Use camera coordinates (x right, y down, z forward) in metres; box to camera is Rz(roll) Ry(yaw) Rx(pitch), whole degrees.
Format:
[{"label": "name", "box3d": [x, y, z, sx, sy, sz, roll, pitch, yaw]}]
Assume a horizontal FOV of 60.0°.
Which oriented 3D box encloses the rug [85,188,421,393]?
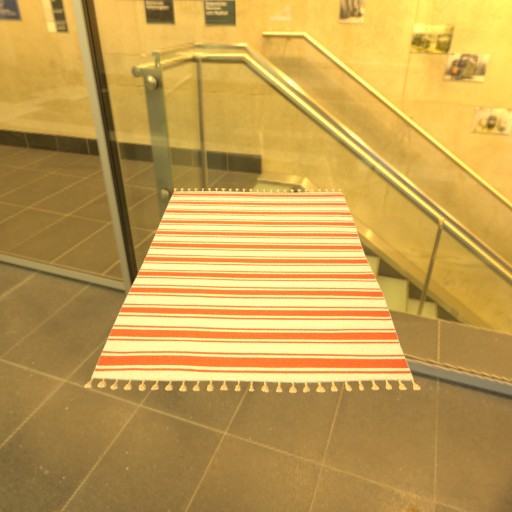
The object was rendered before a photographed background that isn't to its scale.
[{"label": "rug", "box3d": [0.000, 0.000, 3.074, 1.556, 0.022, 2.433, 0, 31, 1]}]
